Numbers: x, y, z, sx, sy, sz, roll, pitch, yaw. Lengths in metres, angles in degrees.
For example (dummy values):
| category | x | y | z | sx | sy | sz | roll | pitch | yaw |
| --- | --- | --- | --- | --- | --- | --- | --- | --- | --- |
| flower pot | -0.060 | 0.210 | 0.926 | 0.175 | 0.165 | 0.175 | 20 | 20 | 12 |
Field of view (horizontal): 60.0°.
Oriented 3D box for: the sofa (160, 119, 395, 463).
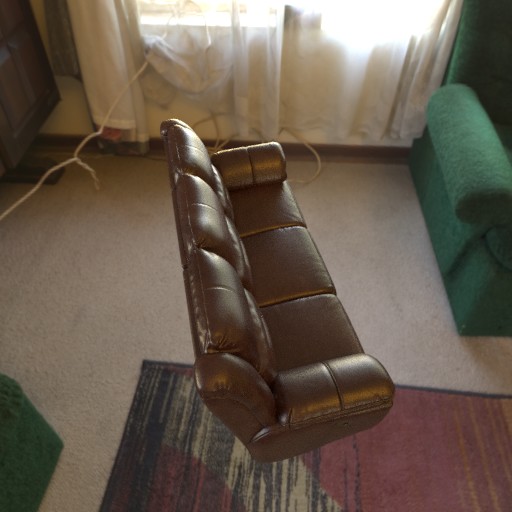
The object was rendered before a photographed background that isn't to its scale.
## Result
| category | x | y | z | sx | sy | sz | roll | pitch | yaw |
| --- | --- | --- | --- | --- | --- | --- | --- | --- | --- |
| sofa | 0.000 | 0.000 | 2.921 | 0.991 | 1.043 | 2.337 | -9 | 47 | -9 |
